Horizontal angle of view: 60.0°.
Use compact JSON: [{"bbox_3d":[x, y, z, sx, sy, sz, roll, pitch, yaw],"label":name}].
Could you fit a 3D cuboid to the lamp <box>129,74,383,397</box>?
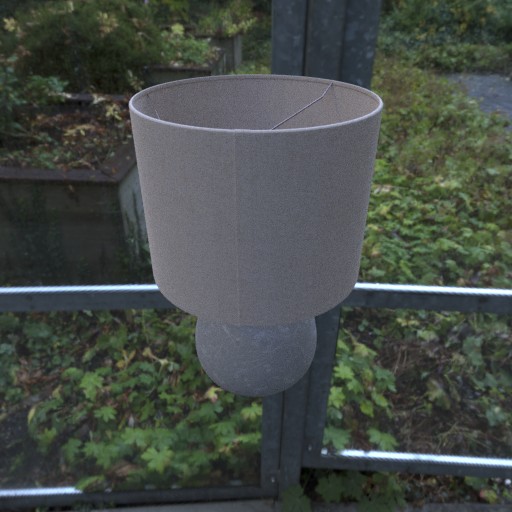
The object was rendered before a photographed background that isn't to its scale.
[{"bbox_3d":[0.000,0.000,0.589,0.269,0.409,0.269,9,33,14],"label":"lamp"}]
